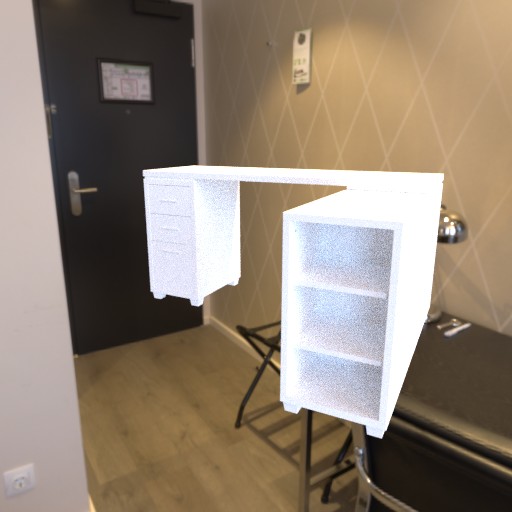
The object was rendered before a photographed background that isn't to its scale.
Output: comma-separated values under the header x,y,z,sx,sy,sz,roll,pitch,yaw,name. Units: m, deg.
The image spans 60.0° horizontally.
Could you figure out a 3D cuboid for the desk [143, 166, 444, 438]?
x,y,z,sx,sy,sz,roll,pitch,yaw,name
0.000,0.000,2.157,1.524,0.759,1.199,7,17,26,desk
